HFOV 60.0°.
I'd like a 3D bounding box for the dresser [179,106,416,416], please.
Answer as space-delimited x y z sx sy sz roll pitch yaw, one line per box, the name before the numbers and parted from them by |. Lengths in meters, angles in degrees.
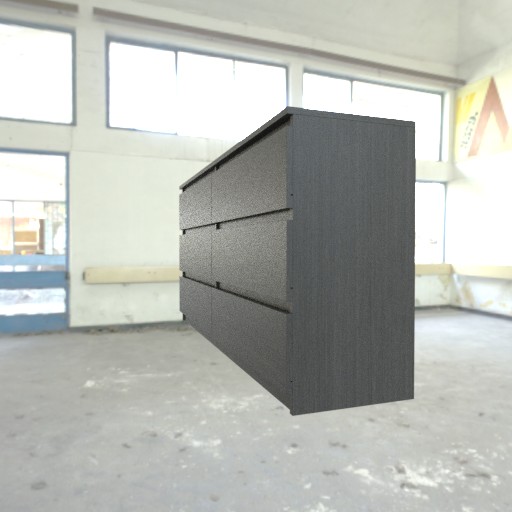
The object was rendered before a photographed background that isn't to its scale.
dresser | 0.000 0.000 1.949 0.400 0.795 1.590 0 1 -20
